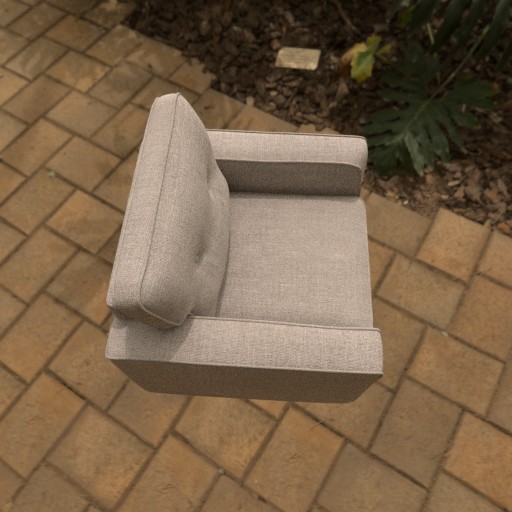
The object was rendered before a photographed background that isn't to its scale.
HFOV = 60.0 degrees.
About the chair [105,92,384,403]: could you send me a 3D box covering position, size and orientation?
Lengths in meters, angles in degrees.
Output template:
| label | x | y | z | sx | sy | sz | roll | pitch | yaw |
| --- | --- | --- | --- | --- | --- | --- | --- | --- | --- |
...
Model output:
| label | x | y | z | sx | sy | sz | roll | pitch | yaw |
| --- | --- | --- | --- | --- | --- | --- | --- | --- | --- |
| chair | 0.000 | 0.000 | 1.795 | 0.939 | 0.965 | 1.015 | 3 | 63 | 1 |
